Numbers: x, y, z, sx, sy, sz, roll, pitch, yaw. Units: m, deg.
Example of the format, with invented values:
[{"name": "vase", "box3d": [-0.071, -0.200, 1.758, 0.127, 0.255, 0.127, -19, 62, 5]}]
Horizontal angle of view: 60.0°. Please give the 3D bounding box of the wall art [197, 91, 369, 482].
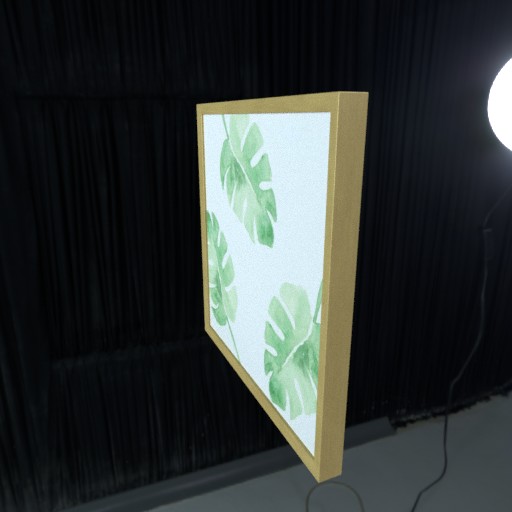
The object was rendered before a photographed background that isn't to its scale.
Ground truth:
[{"name": "wall art", "box3d": [0.000, 0.000, 0.765, 0.038, 0.508, 0.508, -8, 19, -23]}]
